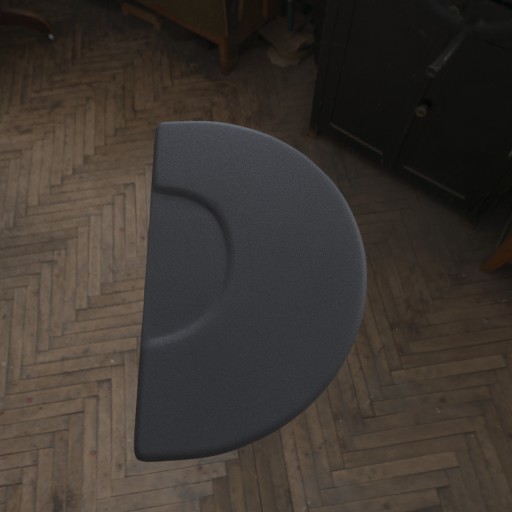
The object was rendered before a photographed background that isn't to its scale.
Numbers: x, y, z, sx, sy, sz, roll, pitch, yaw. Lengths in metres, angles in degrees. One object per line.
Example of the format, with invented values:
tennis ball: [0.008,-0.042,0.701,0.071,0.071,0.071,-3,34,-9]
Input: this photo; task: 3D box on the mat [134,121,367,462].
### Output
mat: [0.000,0.000,1.851,0.917,0.022,1.525,-2,64,-1]
